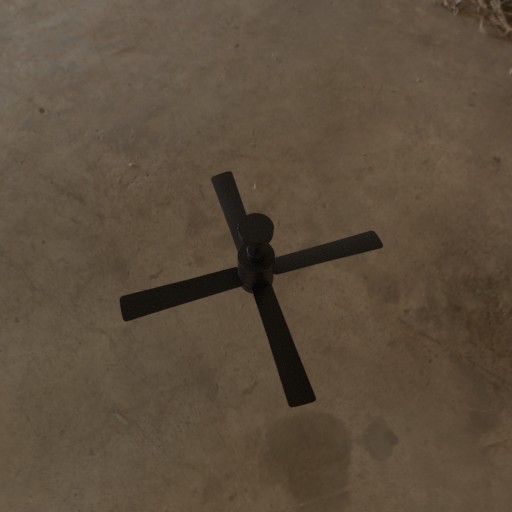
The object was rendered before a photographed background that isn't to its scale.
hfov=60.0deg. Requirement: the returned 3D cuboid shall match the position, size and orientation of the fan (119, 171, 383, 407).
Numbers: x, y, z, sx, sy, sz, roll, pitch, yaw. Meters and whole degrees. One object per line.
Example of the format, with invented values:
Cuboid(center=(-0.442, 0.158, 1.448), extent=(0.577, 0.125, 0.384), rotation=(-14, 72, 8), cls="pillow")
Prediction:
Cuboid(center=(0.000, 0.000, 2.350), extent=(1.525, 0.534, 1.525), rotation=(-15, 60, -9), cls="fan")
